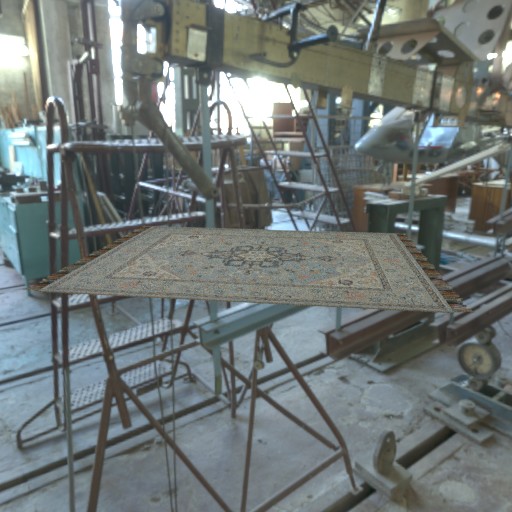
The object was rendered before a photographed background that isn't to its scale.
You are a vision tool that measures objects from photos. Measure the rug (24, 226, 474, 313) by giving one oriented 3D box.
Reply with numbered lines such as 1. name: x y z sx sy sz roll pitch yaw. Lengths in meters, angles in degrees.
1. rug: 0.000 0.000 4.239 3.221 0.011 2.379 2 16 8
